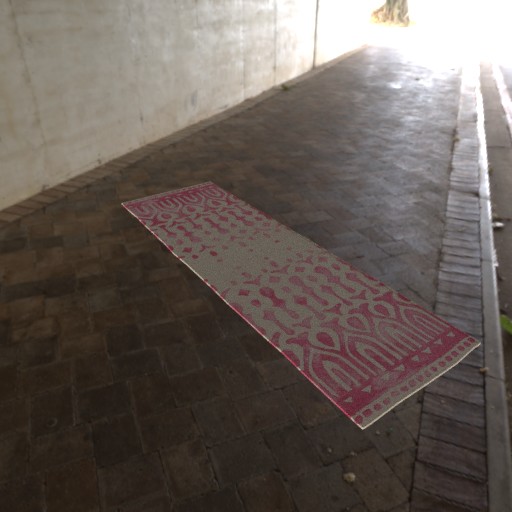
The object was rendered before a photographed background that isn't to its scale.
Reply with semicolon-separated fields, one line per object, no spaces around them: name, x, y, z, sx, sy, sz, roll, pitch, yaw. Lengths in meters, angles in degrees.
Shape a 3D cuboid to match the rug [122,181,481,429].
rug;0.000;0.000;2.649;0.787;0.011;2.458;-19;35;-29
